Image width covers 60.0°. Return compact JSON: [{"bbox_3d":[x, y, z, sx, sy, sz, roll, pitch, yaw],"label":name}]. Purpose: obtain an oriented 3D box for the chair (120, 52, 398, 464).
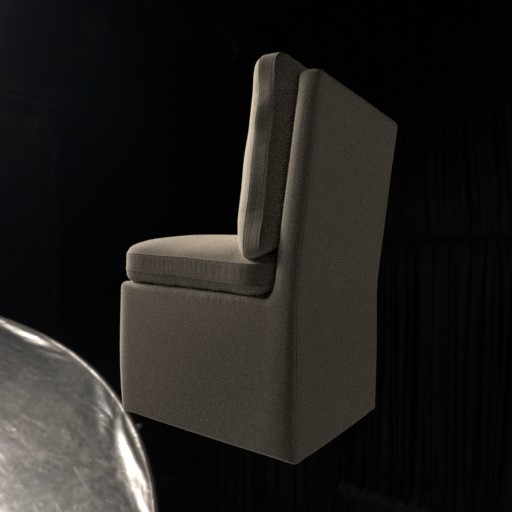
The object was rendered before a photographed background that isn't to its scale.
[{"bbox_3d":[0.000,0.000,1.318,0.698,0.927,0.503,0,0,37],"label":"chair"}]
